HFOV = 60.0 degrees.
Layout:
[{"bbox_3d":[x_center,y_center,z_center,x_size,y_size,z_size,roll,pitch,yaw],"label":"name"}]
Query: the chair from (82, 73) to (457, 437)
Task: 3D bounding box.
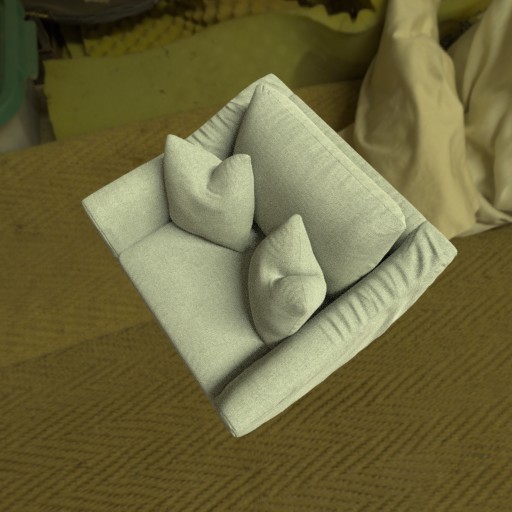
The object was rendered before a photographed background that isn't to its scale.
[{"bbox_3d":[0.000,0.000,2.052,1.071,1.059,1.194,-33,68,-15],"label":"chair"}]
